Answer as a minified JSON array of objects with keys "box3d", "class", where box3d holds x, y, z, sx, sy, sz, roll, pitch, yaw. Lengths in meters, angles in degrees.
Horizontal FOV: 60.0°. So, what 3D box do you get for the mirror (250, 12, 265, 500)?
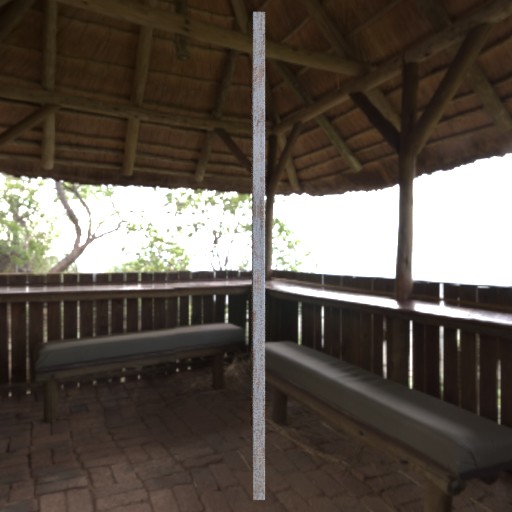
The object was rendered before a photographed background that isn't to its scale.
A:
[{"box3d":[0.000,0.000,1.073,0.027,0.922,0.472,0,0,-1],"class":"mirror"}]
